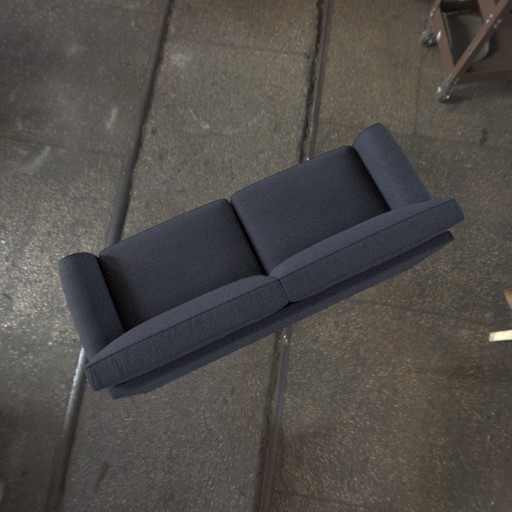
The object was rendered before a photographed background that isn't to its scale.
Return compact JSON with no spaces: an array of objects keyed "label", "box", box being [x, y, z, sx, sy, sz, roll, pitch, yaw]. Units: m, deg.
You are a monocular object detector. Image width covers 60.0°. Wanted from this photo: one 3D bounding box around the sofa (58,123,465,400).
[{"label":"sofa","box":[0.000,0.000,2.910,2.391,1.026,0.954,-24,77,-6]}]
